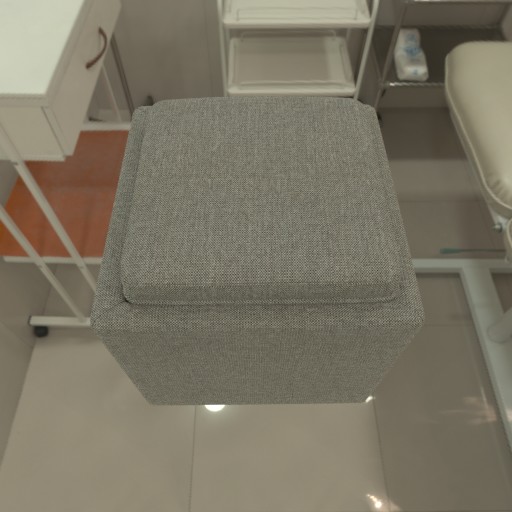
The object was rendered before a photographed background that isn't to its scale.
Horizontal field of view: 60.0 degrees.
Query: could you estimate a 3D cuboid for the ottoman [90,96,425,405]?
[{"bbox_3d":[0.000,0.000,0.844,0.450,0.460,0.450,-1,57,0],"label":"ottoman"}]
